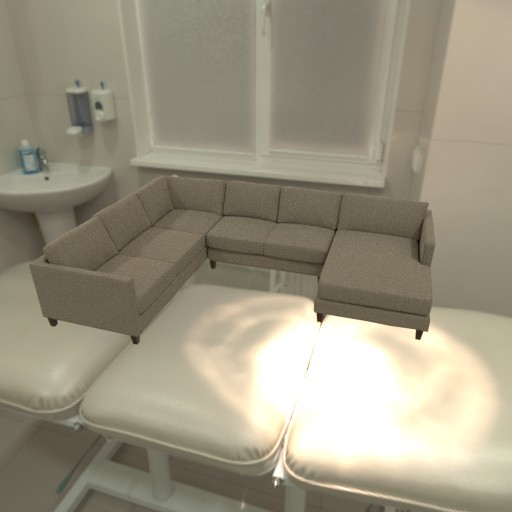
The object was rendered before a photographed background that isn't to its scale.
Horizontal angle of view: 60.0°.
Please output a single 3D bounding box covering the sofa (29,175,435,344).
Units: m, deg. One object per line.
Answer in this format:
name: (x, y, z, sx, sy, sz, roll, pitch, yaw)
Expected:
sofa: (0.000, 0.000, 4.558, 3.438, 0.865, 2.424, 8, 29, 15)
